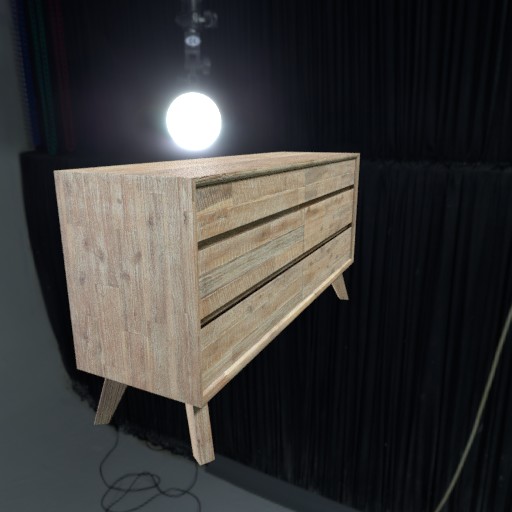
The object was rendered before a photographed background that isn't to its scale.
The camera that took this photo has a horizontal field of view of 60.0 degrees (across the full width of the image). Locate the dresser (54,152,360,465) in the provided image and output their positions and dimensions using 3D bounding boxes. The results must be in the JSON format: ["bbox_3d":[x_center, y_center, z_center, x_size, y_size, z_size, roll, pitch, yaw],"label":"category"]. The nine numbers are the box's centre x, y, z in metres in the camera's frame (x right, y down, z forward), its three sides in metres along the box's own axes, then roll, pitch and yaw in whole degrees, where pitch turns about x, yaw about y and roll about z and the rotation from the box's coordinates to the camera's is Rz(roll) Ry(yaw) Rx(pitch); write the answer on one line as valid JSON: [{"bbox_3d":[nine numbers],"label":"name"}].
[{"bbox_3d":[0.000,0.000,1.885,0.455,0.805,1.554,8,17,26],"label":"dresser"}]
